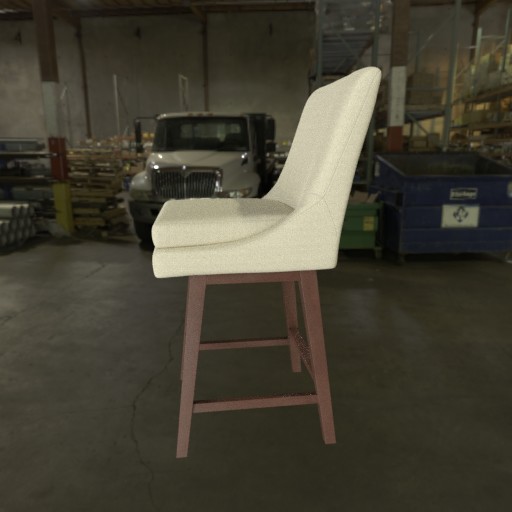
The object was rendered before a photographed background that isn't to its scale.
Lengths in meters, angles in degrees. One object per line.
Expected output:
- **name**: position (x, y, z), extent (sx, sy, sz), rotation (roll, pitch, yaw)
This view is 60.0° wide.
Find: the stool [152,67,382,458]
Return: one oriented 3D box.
- **stool**: position (0.000, 0.000, 1.306), extent (0.559, 0.991, 0.483), rotation (-2, 14, -8)
